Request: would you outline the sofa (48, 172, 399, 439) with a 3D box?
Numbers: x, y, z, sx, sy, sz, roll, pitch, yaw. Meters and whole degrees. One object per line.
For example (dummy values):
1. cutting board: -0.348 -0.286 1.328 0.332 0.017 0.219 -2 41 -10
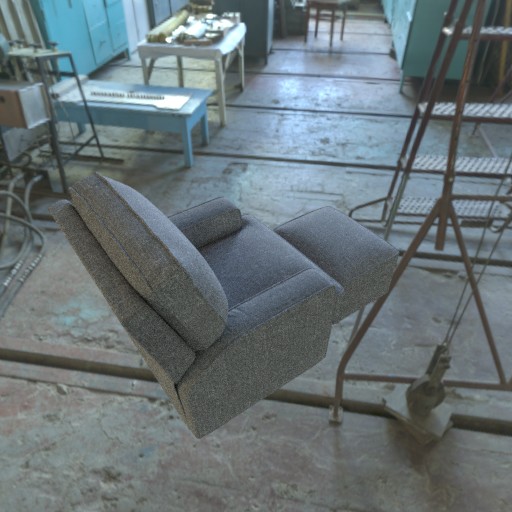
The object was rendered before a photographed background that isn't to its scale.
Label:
1. sofa: 0.000 0.000 2.047 1.472 0.959 0.861 -25 45 -27
